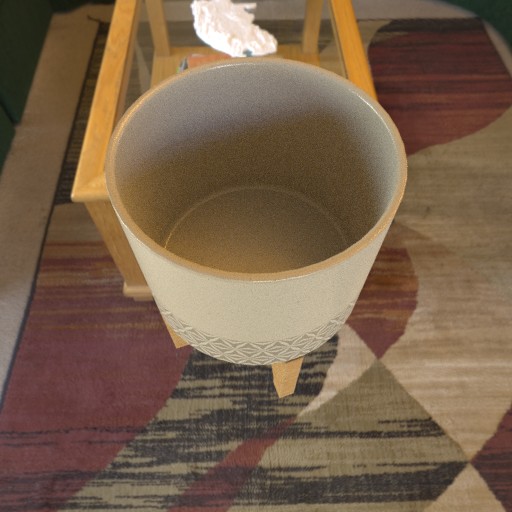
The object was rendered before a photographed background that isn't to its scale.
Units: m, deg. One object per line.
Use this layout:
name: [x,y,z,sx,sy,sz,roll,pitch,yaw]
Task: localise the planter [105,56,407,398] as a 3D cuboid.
planter: [0.000,0.000,0.515,0.249,0.343,0.249,0,59,0]
